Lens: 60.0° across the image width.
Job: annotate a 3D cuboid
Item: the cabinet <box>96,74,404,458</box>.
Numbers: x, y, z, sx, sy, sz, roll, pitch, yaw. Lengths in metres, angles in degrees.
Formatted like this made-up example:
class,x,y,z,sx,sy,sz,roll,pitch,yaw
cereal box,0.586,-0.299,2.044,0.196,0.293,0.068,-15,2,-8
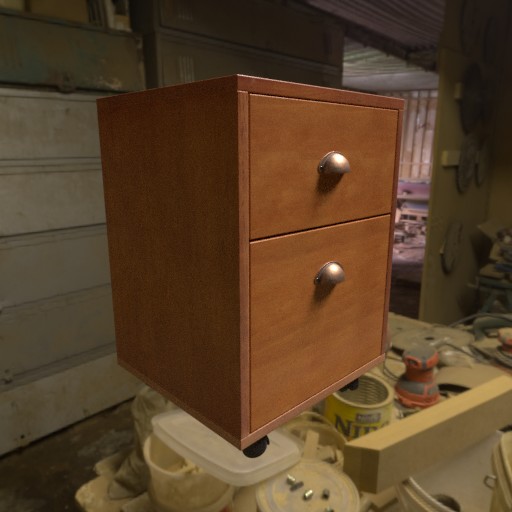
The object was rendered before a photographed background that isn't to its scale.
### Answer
class,x,y,z,sx,sy,sz,roll,pitch,yaw
cabinet,0.000,0.000,0.861,0.409,0.579,0.401,-13,19,-43
